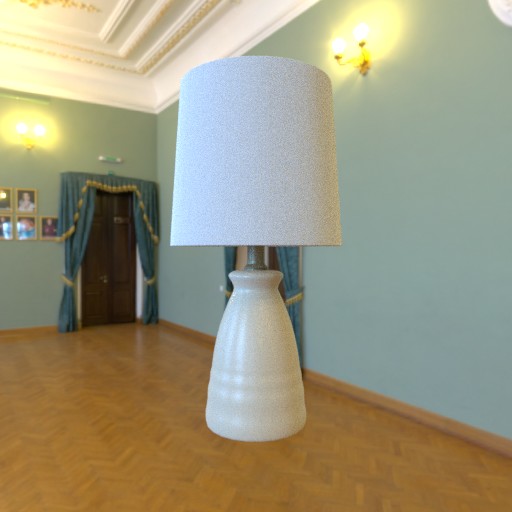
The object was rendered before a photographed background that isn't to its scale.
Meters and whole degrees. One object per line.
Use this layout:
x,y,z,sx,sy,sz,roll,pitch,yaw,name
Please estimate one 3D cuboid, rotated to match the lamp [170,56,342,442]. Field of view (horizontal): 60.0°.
0.000,0.000,0.490,0.186,0.369,0.186,0,1,0,lamp
